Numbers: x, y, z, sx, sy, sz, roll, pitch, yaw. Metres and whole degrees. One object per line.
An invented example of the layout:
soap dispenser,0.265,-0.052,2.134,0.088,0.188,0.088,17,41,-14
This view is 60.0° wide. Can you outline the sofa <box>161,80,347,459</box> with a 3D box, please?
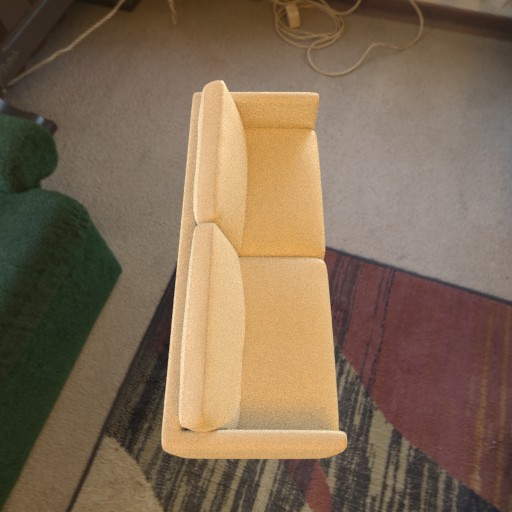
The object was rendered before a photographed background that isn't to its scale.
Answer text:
sofa,0.000,0.000,2.946,0.948,0.965,2.434,0,63,0
